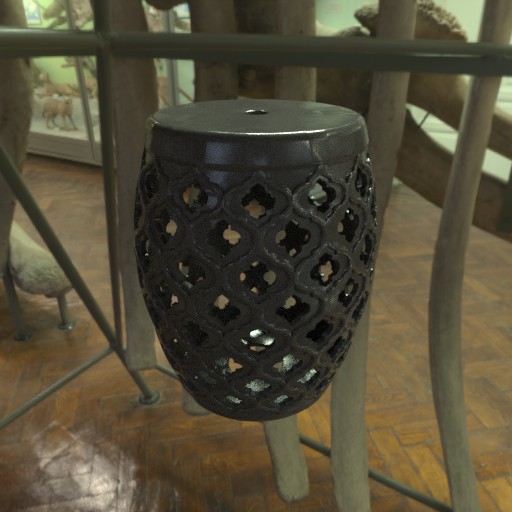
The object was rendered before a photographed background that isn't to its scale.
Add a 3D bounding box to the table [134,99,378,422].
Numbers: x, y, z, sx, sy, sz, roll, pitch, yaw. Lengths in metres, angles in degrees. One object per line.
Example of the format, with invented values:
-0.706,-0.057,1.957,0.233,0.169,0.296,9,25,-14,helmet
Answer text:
0.000,0.000,0.623,0.325,0.388,0.325,0,27,0,table
